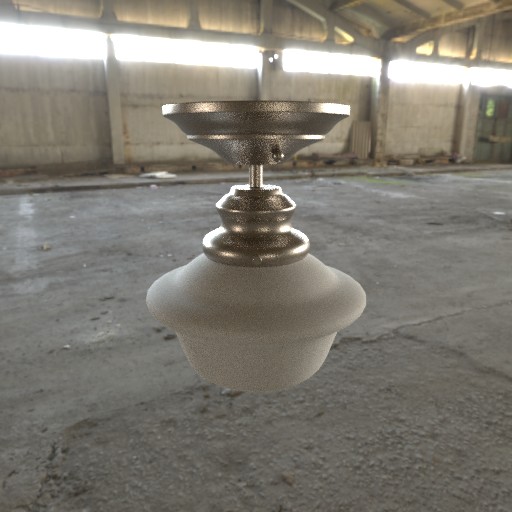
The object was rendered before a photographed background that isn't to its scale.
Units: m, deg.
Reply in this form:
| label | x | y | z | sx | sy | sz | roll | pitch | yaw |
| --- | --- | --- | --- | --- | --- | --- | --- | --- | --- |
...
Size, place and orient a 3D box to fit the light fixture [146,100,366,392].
| label | x | y | z | sx | sy | sz | roll | pitch | yaw |
| --- | --- | --- | --- | --- | --- | --- | --- | --- | --- |
| light fixture | 0.000 | 0.000 | 0.399 | 0.199 | 0.254 | 0.199 | 0 | 15 | 0 |
